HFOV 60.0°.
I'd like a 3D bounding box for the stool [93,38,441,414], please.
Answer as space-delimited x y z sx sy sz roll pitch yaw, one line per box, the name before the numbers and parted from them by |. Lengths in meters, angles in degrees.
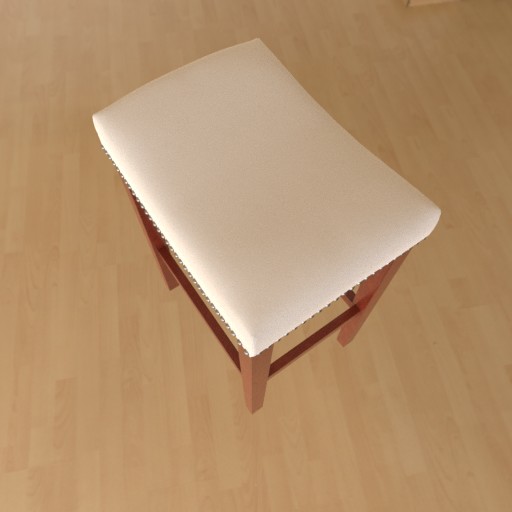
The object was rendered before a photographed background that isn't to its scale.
stool | 0.000 0.000 1.028 0.372 0.742 0.504 -32 67 -15
